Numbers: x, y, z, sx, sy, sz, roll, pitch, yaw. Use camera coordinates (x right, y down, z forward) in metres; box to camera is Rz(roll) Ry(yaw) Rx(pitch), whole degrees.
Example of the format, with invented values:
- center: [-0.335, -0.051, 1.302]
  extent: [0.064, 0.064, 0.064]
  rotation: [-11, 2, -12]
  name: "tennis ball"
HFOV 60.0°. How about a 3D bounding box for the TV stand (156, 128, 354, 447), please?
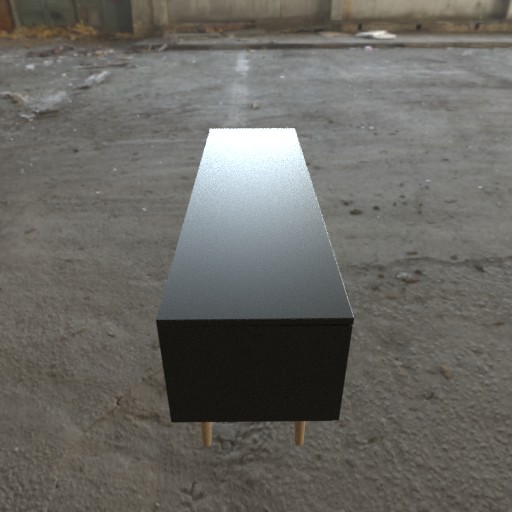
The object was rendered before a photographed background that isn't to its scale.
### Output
- center: [0.000, 0.000, 1.527]
  extent: [0.390, 0.518, 1.312]
  rotation: [0, 31, -1]
  name: "TV stand"
